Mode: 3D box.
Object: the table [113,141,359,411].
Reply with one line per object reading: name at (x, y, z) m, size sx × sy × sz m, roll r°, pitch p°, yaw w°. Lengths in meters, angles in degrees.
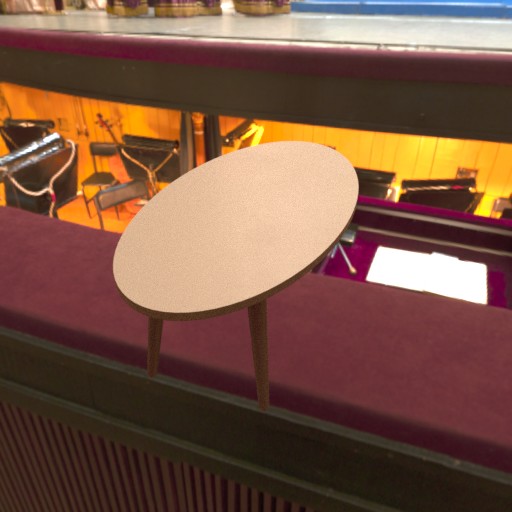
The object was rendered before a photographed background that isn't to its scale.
table at (0.000, 0.000, 1.335) m, size 0.542 × 0.390 × 1.083 m, roll 11°, pitch 33°, yaw 17°
